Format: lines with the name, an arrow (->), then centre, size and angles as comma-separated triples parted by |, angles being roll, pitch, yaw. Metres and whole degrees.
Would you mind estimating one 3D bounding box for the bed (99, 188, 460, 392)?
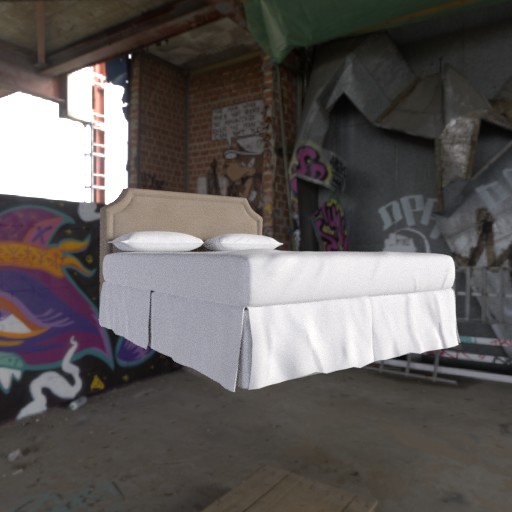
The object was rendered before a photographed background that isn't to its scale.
bed -> 0.000, 0.000, 3.645 | 1.977, 1.293, 2.498 | 0, 1, -36
